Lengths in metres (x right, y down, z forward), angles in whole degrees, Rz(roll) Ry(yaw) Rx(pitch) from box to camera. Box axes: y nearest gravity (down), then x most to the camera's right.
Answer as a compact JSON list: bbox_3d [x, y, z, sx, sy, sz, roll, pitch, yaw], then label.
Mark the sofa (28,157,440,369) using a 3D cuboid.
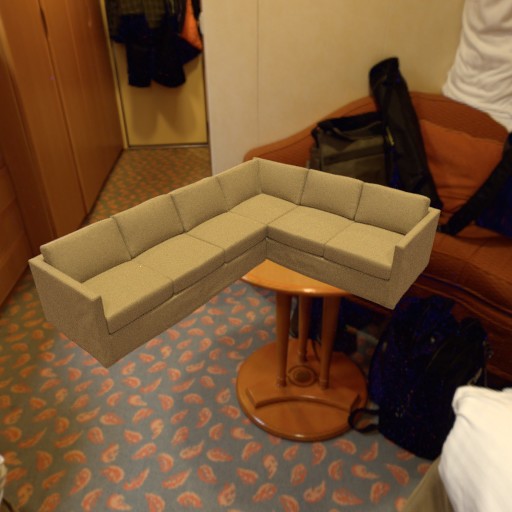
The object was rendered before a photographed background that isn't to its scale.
[{"bbox_3d":[0.000,0.000,4.293,2.432,0.871,3.182,21,37,32],"label":"sofa"}]
